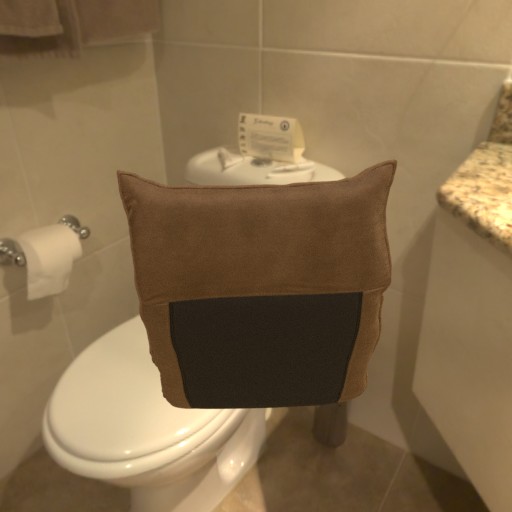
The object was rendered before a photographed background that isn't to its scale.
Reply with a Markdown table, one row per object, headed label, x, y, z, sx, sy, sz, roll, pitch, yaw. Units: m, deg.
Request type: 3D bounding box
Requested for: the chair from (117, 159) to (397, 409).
| label | x | y | z | sx | sy | sz | roll | pitch | yaw |
| --- | --- | --- | --- | --- | --- | --- | --- | --- | --- |
| chair | 0.000 | 0.000 | 1.609 | 0.714 | 0.892 | 0.985 | -1 | 30 | -2 |
